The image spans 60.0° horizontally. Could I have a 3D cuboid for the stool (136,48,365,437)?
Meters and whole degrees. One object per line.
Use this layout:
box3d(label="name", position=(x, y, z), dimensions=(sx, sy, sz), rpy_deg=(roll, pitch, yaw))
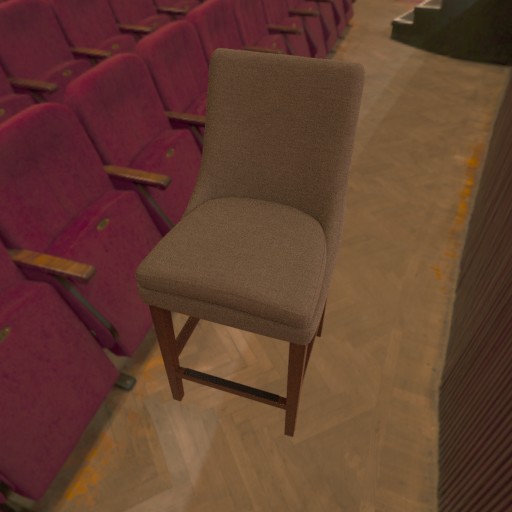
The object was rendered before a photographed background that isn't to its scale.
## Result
box3d(label="stool", position=(0.000, 0.000, 1.303), dimensions=(0.470, 0.981, 0.577), rpy_deg=(13, 43, 14))
